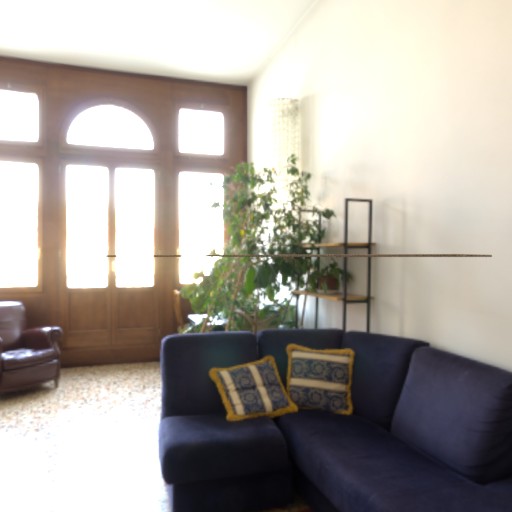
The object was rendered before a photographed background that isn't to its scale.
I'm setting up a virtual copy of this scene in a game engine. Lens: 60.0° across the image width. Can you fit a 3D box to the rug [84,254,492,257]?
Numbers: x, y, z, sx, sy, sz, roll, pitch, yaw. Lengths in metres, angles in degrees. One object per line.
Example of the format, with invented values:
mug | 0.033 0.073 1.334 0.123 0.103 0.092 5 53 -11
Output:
rug | 0.000 0.000 2.674 2.435 0.011 0.750 0 0 36
